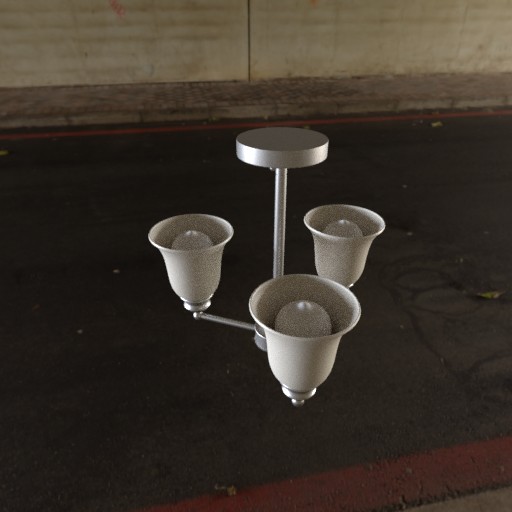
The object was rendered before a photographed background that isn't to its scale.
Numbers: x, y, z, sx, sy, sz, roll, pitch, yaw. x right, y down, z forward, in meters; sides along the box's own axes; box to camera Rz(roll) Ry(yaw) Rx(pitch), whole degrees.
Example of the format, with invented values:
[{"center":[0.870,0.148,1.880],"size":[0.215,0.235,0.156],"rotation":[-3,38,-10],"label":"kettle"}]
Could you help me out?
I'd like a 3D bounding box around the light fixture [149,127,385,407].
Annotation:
[{"center":[0.000,0.000,0.684],"size":[0.354,0.370,0.388],"rotation":[10,31,18],"label":"light fixture"}]
